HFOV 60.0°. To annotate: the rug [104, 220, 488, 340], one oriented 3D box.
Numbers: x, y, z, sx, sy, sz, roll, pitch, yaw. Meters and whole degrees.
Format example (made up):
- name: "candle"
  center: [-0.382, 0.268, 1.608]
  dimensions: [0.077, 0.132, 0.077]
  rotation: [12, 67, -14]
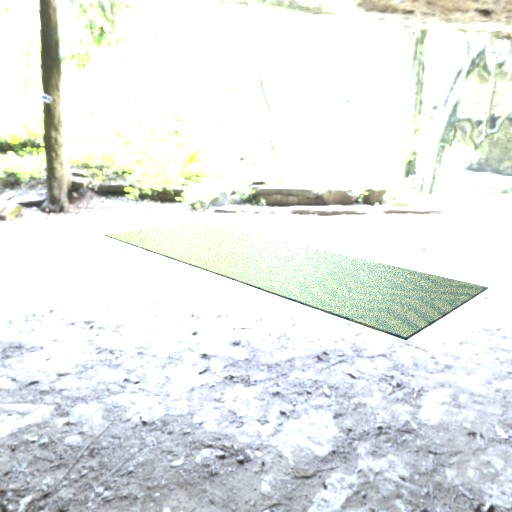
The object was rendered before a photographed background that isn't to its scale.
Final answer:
- name: "rug"
  center: [0.000, 0.000, 1.677]
  dimensions: [0.503, 0.007, 1.492]
  rotation: [-14, 21, -42]
